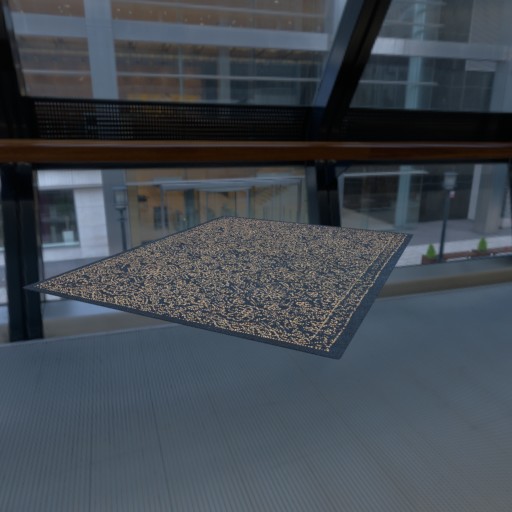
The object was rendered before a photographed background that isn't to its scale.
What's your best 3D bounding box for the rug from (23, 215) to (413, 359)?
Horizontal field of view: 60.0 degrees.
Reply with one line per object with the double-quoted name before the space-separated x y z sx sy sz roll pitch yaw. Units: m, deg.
"rug" 0.000 0.000 4.136 2.438 0.010 3.048 8 18 25
